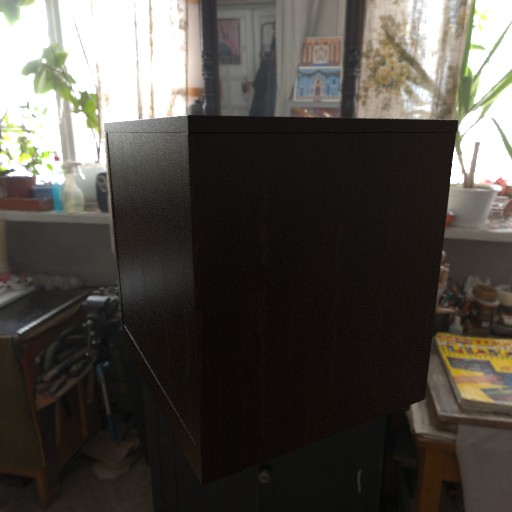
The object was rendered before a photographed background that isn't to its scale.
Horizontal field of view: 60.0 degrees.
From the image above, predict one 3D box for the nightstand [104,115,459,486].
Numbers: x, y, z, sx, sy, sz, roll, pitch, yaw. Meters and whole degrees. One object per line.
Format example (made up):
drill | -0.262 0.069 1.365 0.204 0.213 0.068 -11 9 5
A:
nightstand | 0.000 0.000 0.839 0.427 0.487 0.489 -8 18 -27
